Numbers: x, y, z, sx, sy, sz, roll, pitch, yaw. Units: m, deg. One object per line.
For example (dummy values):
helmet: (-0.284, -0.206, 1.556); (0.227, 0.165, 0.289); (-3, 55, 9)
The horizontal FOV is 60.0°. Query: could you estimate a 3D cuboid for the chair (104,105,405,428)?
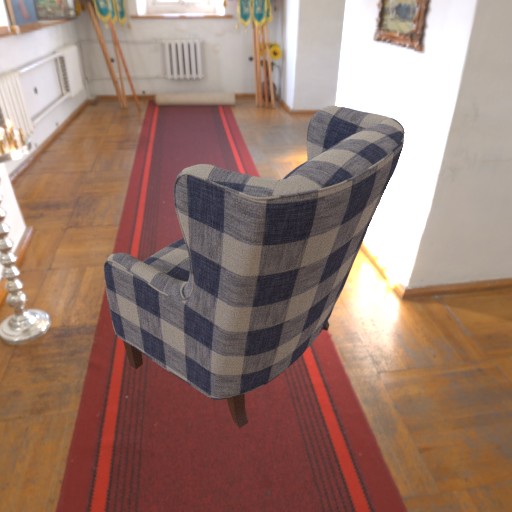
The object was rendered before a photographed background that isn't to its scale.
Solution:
chair: (0.000, 0.000, 1.728); (0.889, 1.041, 0.830); (22, 39, 30)
